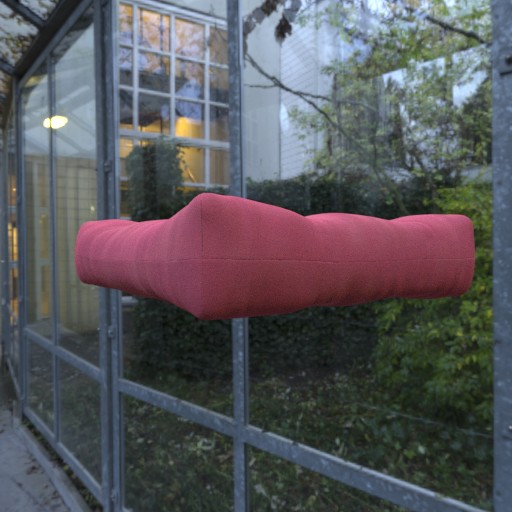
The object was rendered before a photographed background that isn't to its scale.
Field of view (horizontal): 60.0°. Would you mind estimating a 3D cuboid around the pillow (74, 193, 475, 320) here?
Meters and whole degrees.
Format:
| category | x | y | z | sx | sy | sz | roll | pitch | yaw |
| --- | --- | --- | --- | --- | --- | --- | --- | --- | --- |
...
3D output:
| category | x | y | z | sx | sy | sz | roll | pitch | yaw |
| --- | --- | --- | --- | --- | --- | --- | --- | --- | --- |
| pillow | 0.000 | 0.000 | 0.711 | 0.468 | 0.128 | 0.490 | 0 | 1 | -35 |
